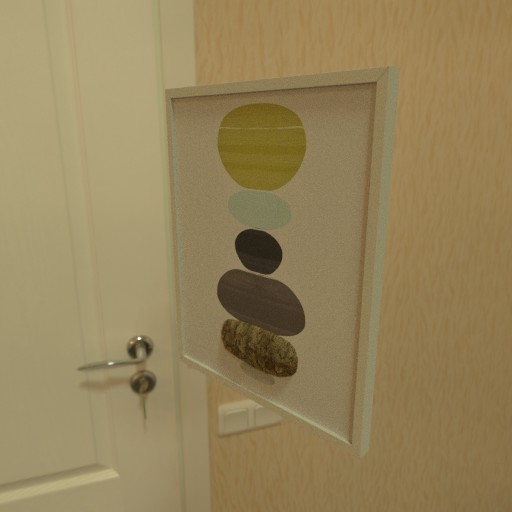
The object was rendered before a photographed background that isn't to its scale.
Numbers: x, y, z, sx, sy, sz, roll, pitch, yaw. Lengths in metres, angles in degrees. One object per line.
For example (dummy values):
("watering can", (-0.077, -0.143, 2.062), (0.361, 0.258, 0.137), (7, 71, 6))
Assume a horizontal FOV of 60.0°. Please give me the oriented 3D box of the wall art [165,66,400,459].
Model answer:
("wall art", (0.000, 0.000, 1.031), (0.611, 0.763, 0.055), (14, 21, 41))
